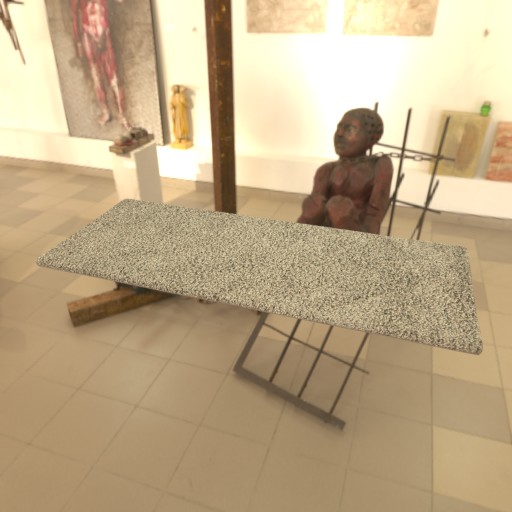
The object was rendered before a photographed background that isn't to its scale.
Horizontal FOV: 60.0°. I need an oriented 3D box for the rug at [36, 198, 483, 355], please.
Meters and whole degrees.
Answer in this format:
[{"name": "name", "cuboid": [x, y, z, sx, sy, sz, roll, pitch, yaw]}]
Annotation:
[{"name": "rug", "cuboid": [0.000, 0.000, 1.679, 1.524, 0.030, 0.609, 10, 32, 16]}]
